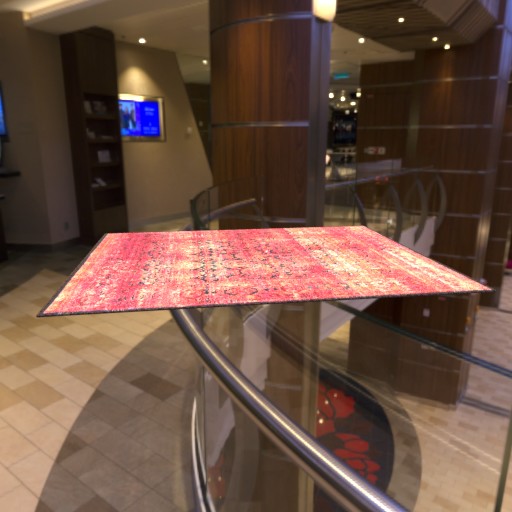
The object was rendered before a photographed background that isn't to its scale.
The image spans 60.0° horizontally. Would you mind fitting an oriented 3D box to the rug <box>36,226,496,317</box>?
[{"bbox_3d":[0.000,0.000,4.011,3.032,0.020,2.411,-2,15,-8],"label":"rug"}]
